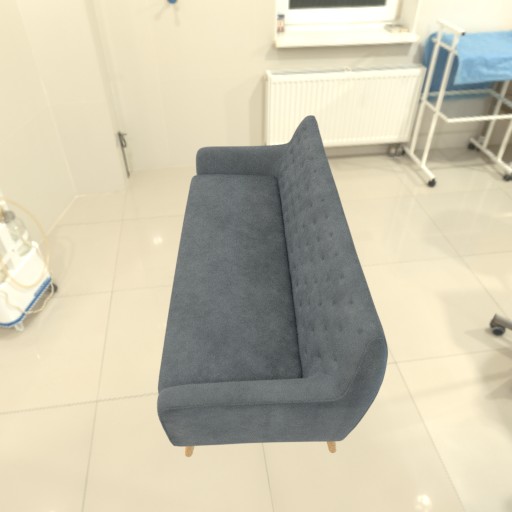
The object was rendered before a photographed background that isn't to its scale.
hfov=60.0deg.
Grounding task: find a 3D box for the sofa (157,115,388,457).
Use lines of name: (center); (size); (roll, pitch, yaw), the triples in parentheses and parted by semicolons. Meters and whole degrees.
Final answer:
sofa: (0.000, 0.000, 2.389); (0.841, 0.832, 1.975); (-1, 40, -1)
